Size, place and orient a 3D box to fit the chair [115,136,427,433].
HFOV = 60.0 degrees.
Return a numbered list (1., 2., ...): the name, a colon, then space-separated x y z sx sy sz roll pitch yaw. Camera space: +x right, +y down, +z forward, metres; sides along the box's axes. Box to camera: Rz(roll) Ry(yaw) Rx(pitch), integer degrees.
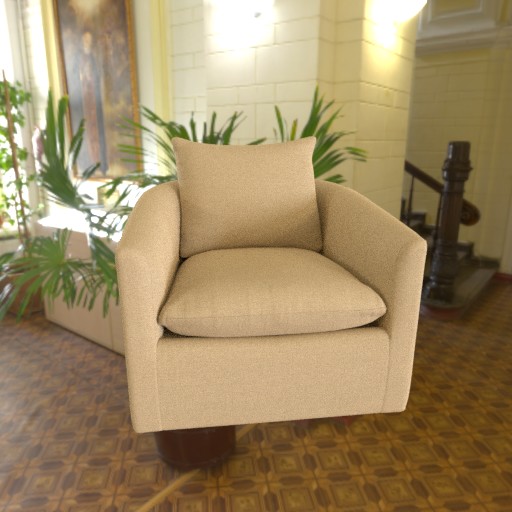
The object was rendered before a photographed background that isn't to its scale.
1. chair: 0.000 0.000 1.616 0.845 0.848 0.910 -2 15 -7
